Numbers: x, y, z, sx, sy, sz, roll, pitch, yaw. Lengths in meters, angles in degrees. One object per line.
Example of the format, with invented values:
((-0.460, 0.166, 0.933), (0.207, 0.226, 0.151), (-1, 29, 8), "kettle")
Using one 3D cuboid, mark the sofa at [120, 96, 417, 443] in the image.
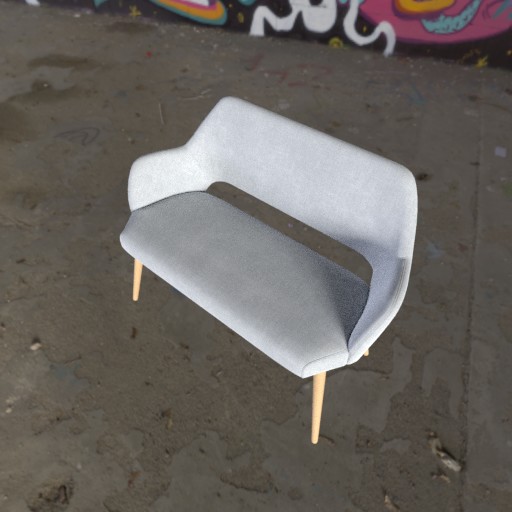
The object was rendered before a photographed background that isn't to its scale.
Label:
((0.000, 0.000, 1.691), (1.150, 0.840, 0.610), (31, 54, 27), "sofa")
